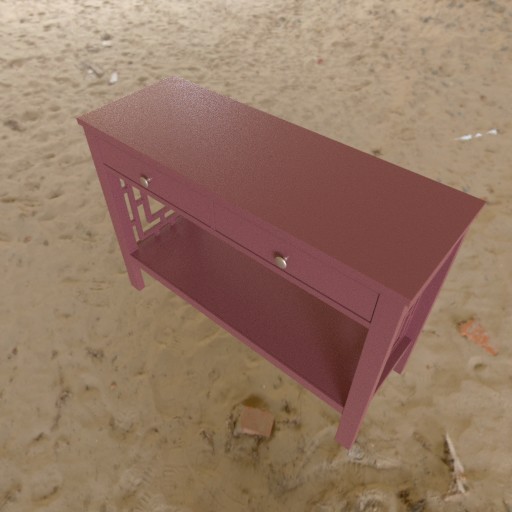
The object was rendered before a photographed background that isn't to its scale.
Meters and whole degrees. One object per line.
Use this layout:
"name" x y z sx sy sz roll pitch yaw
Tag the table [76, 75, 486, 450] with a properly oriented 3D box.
"table" 0.000 0.000 1.433 1.068 0.753 0.397 31 53 27
